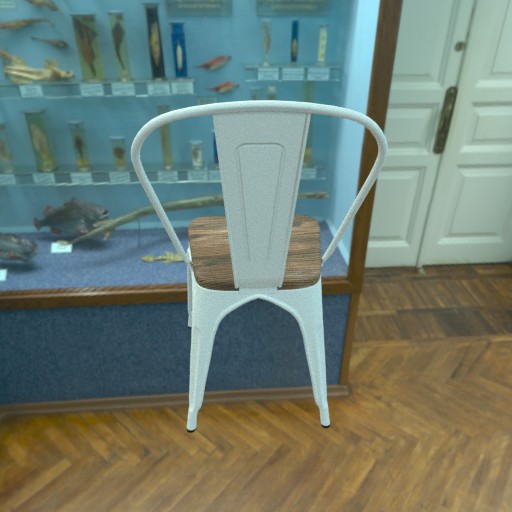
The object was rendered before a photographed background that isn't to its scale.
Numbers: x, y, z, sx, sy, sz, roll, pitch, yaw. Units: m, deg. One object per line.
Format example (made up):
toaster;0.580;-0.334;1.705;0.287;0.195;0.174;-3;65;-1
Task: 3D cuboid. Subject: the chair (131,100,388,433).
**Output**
chair;0.000;0.000;1.114;0.452;0.851;0.521;-1;30;-2
